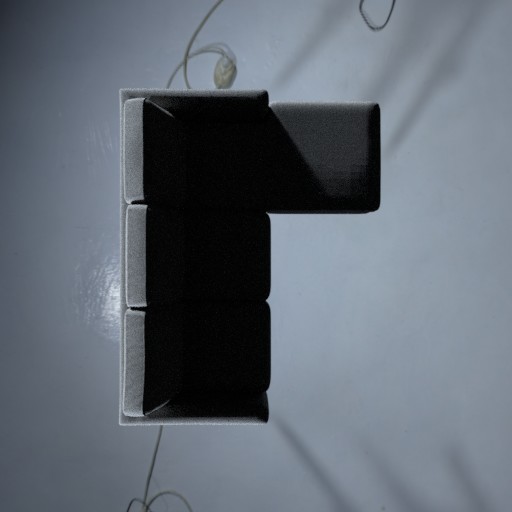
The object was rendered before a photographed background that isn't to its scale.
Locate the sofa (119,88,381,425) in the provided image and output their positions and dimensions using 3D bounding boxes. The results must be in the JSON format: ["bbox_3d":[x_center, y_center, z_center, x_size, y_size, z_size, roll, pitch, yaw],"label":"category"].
[{"bbox_3d":[0.000,0.000,2.915,1.667,0.957,2.055,0,90,-1],"label":"sofa"}]
